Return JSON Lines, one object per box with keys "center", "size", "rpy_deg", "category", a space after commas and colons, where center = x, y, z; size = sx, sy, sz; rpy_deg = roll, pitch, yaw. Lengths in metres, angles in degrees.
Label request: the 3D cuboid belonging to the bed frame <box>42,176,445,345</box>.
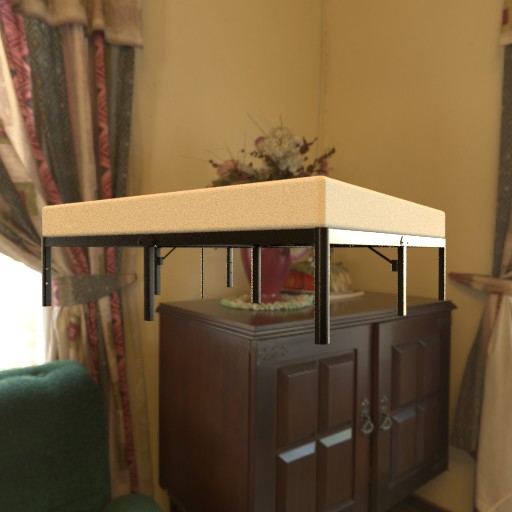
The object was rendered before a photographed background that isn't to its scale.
{"center": [0.000, 0.000, 3.095], "size": [2.079, 0.659, 1.963], "rpy_deg": [0, 1, 36], "category": "bed frame"}
